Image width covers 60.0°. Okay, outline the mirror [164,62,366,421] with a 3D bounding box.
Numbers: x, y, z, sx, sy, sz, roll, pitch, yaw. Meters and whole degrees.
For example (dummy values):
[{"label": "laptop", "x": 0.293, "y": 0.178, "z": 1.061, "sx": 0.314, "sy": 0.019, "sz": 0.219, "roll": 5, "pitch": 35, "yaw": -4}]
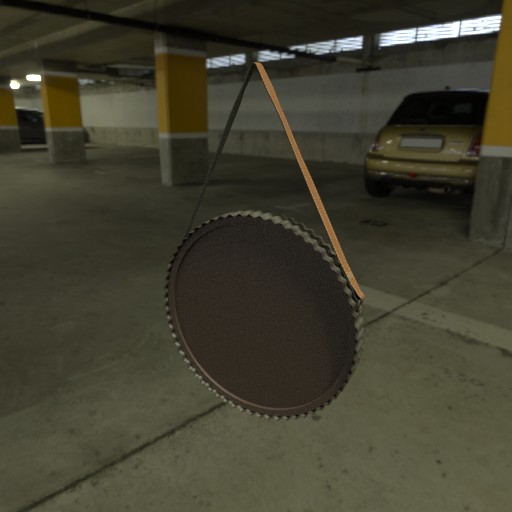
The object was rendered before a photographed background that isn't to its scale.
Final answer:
[{"label": "mirror", "x": 0.000, "y": 0.000, "z": 0.704, "sx": 0.355, "sy": 0.568, "sz": 0.042, "roll": 9, "pitch": 19, "yaw": 27}]
